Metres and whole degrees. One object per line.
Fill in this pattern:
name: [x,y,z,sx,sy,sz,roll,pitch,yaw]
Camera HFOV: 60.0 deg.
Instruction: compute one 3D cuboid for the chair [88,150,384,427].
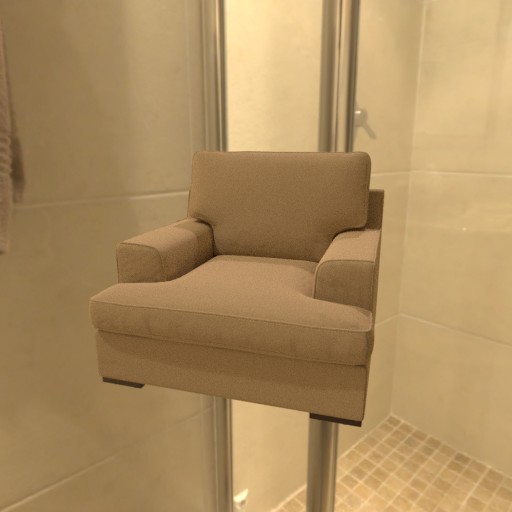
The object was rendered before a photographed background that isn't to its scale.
chair: [0.000,0.000,2.189,1.293,1.005,1.274,2,14,9]
